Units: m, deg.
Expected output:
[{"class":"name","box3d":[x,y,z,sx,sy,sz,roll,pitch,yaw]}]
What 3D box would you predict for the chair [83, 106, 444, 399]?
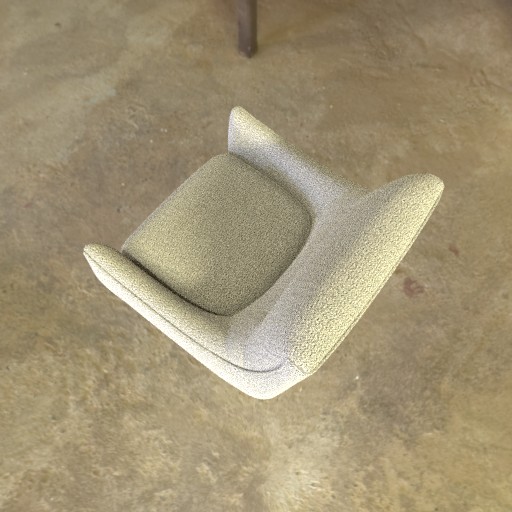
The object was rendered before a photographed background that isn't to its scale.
[{"class":"chair","box3d":[0.000,0.000,1.471,0.787,0.838,0.762,35,68,16]}]
